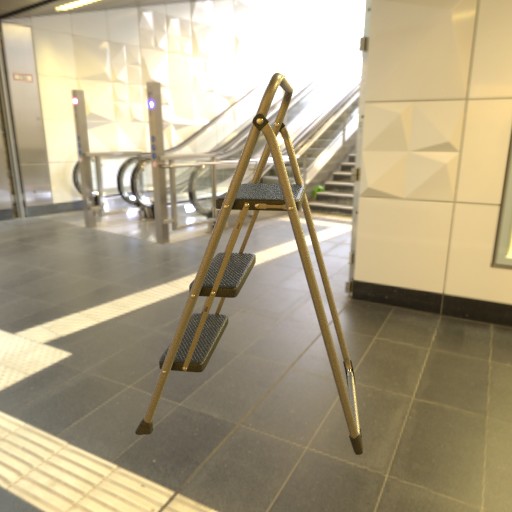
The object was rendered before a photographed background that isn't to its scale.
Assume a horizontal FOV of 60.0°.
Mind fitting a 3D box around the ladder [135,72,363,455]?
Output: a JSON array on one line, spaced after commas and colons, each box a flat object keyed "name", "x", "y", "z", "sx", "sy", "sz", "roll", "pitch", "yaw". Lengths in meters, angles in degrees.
[{"name": "ladder", "x": 0.000, "y": 0.000, "z": 1.275, "sx": 0.629, "sy": 0.945, "sz": 0.430, "roll": 2, "pitch": 15, "yaw": 8}]
